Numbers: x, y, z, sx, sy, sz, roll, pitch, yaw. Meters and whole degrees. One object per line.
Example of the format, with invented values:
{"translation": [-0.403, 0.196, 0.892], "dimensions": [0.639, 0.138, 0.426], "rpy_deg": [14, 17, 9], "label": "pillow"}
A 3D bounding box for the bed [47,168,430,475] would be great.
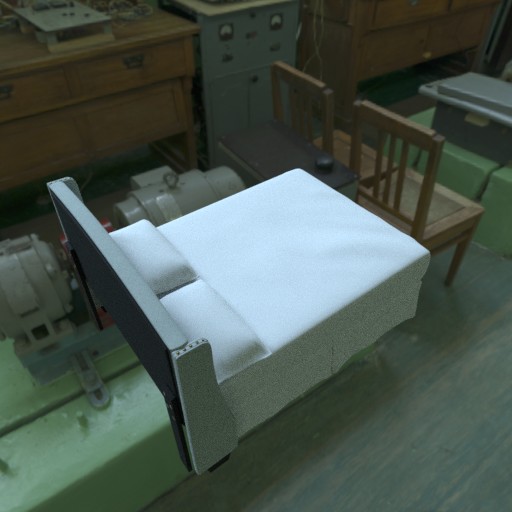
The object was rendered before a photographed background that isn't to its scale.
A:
{"translation": [0.000, 0.000, 3.309], "dimensions": [2.237, 1.407, 1.710], "rpy_deg": [-27, 49, -26], "label": "bed"}
